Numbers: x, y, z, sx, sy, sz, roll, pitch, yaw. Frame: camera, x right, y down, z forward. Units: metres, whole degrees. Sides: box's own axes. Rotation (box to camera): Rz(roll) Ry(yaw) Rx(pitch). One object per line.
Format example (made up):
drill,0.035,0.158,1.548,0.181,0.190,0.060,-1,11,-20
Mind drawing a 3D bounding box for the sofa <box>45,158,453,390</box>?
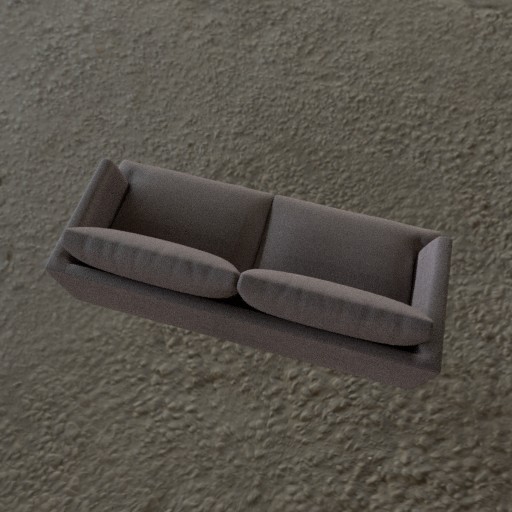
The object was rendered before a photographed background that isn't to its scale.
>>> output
sofa,0.000,0.000,2.797,2.250,0.868,1.020,14,65,7
